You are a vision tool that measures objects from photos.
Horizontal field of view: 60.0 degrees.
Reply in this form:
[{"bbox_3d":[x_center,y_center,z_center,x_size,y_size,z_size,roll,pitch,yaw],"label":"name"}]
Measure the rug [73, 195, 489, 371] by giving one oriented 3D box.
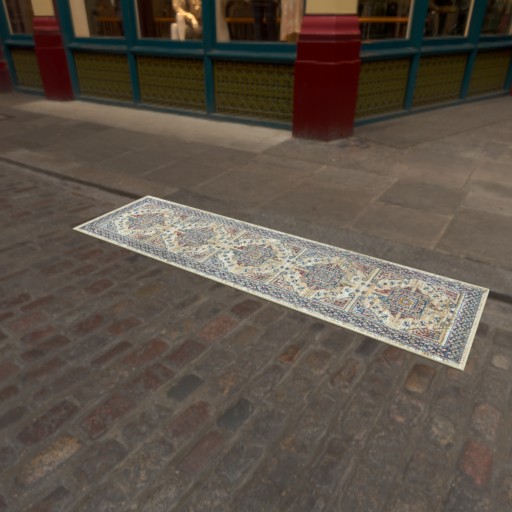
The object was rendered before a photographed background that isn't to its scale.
[{"bbox_3d":[0.000,0.000,2.473,2.297,0.013,0.661,17,34,28],"label":"rug"}]
